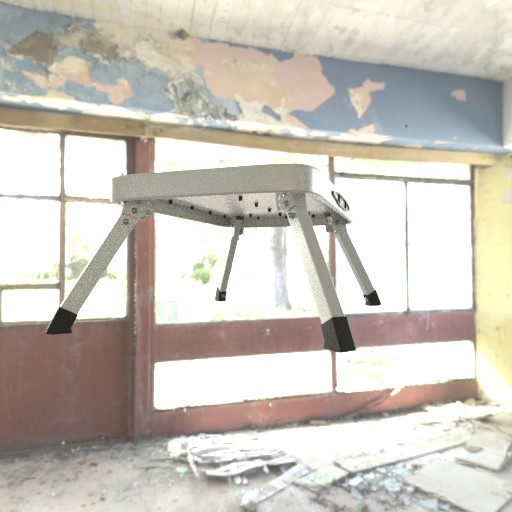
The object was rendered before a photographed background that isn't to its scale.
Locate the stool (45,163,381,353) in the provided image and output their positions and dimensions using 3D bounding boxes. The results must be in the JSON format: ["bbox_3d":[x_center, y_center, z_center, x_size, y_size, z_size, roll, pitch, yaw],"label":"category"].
[{"bbox_3d":[0.000,0.000,0.625,0.320,0.170,0.460,0,-1,18],"label":"stool"}]
